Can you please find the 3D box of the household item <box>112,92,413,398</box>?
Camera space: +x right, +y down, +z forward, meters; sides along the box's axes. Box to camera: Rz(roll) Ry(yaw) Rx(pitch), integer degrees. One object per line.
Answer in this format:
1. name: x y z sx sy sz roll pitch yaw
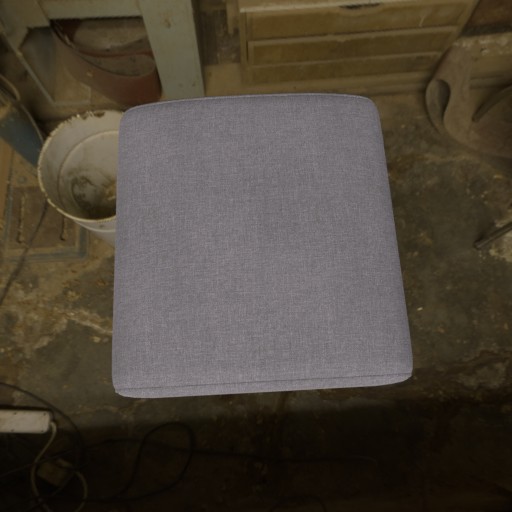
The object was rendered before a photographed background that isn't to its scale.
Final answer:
1. household item: 0.000 0.000 0.905 0.530 0.410 0.530 -3 75 -1
